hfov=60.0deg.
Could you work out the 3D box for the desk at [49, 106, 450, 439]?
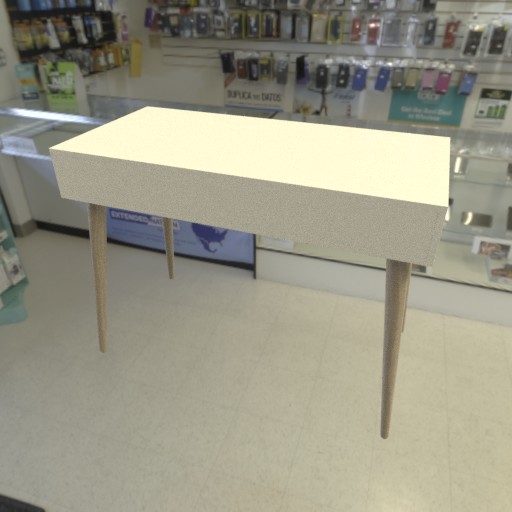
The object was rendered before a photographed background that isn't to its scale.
[{"bbox_3d":[0.000,0.000,1.388,0.979,0.723,0.491,11,34,17],"label":"desk"}]
